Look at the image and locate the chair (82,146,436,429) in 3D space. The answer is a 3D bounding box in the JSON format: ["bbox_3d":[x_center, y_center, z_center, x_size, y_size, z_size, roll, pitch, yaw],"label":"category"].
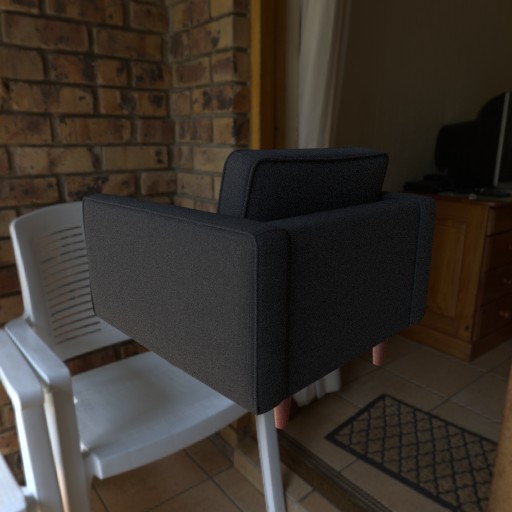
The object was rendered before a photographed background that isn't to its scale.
[{"bbox_3d":[0.000,0.000,1.605,0.899,0.770,0.919,-14,20,-42],"label":"chair"}]
